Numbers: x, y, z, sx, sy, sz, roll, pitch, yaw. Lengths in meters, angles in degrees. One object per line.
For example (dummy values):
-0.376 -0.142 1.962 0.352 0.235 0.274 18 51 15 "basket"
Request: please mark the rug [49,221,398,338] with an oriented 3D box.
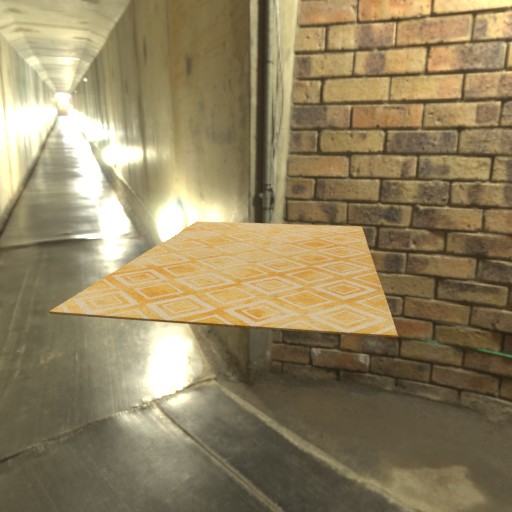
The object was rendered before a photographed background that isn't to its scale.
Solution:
0.000 0.000 2.359 1.213 0.010 1.829 2 15 9 "rug"
